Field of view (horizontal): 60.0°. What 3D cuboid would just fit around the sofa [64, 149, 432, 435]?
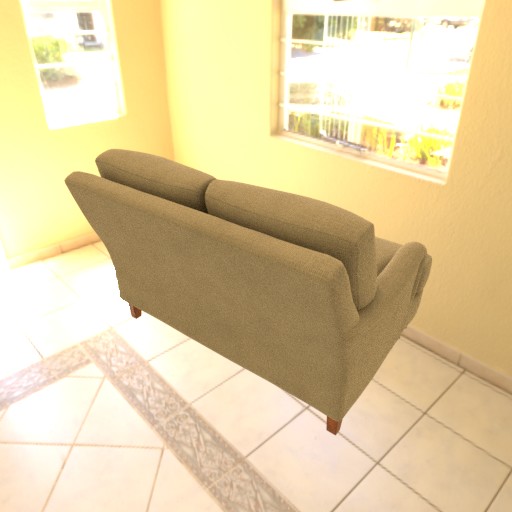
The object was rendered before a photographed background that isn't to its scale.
[{"bbox_3d":[0.000,0.000,2.233,1.480,0.999,1.087,21,36,32],"label":"sofa"}]
